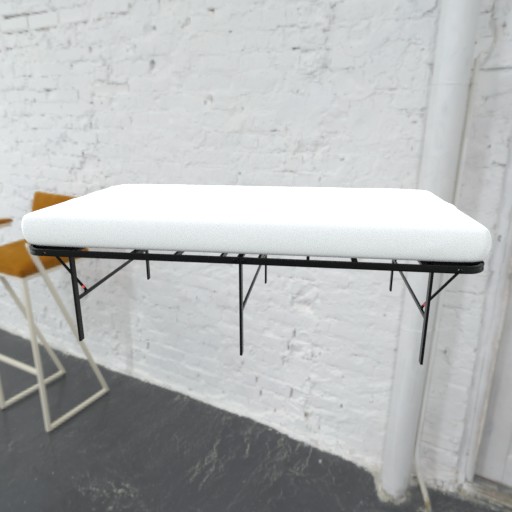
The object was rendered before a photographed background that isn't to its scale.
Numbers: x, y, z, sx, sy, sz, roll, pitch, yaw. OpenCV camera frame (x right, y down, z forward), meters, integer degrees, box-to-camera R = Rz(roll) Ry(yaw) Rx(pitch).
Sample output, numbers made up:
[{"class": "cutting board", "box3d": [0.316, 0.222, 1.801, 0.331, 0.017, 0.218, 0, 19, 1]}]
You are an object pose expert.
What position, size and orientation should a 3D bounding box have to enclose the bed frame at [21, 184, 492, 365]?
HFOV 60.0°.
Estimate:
[{"class": "bed frame", "box3d": [0.000, 0.000, 2.269, 1.903, 0.619, 0.989, 2, 17, 8]}]
